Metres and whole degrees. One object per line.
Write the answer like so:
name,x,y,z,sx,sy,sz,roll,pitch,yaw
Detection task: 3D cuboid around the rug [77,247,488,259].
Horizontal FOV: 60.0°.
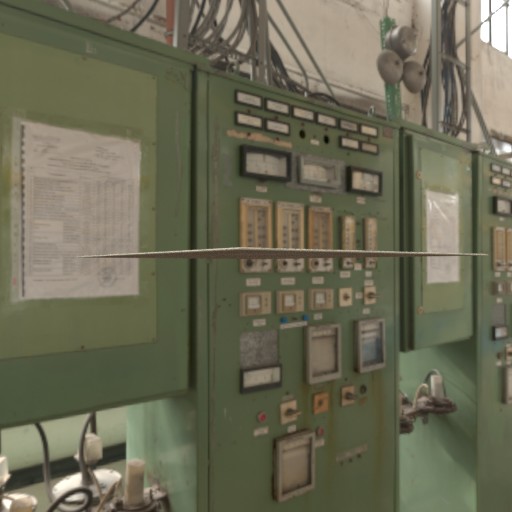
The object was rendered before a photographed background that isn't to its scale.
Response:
rug,0.000,0.000,4.000,2.363,0.012,2.980,1,-1,-36
